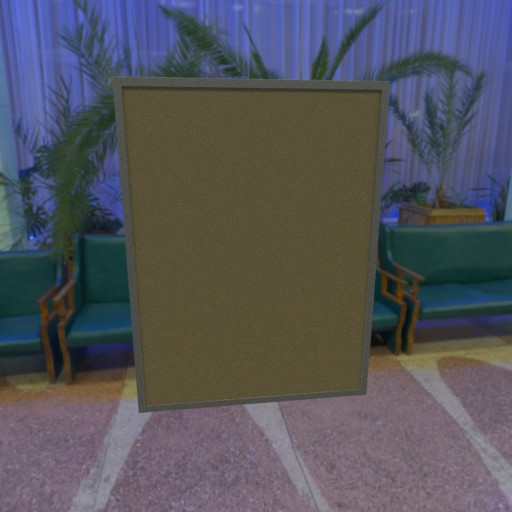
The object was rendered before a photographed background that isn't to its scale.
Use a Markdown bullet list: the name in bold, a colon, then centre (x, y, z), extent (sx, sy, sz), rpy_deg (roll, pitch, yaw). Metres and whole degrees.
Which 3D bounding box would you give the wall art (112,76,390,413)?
- **wall art**: centre (0.000, 0.000, 1.401), extent (0.789, 1.042, 0.034), rpy_deg (-2, 15, -8)
